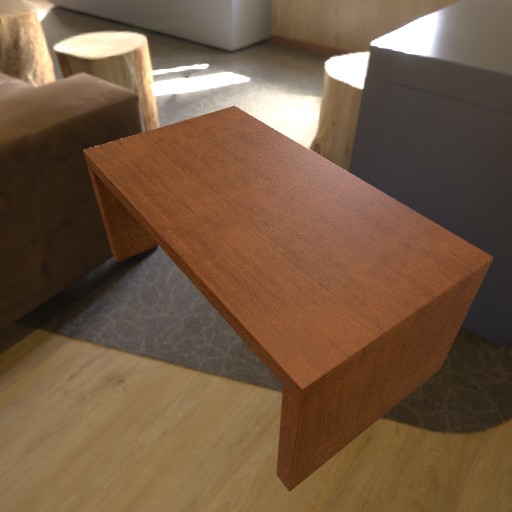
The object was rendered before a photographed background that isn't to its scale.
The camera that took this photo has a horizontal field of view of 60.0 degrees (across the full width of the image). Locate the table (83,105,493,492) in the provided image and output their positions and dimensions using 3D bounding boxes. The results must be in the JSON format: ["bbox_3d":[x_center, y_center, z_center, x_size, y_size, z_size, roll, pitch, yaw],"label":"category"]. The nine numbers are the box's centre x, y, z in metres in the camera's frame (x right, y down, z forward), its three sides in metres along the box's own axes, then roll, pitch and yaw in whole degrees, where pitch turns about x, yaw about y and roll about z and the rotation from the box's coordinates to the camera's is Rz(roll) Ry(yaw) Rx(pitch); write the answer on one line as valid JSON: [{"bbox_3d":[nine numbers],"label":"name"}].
[{"bbox_3d":[0.000,0.000,1.281,0.549,0.419,1.000,-26,48,-26],"label":"table"}]
